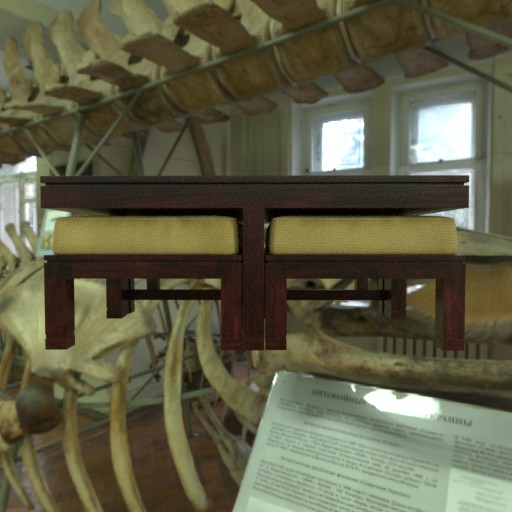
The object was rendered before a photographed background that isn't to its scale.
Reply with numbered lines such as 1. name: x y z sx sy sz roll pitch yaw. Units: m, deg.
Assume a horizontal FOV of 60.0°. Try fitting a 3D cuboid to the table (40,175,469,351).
1. table: 0.000 0.000 1.331 0.865 0.356 0.865 0 2 1
